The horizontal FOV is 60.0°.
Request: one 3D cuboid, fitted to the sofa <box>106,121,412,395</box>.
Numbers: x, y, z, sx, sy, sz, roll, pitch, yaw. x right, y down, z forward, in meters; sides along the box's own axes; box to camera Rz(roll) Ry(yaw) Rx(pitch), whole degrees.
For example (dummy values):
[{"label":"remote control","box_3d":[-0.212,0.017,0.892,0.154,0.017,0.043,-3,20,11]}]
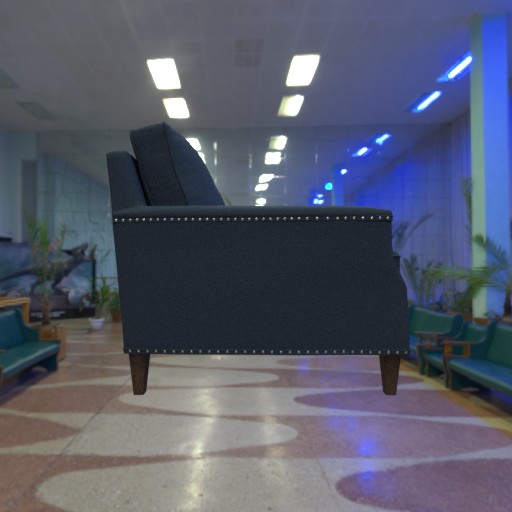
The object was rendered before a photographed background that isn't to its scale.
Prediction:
[{"label":"sofa","box_3d":[0.000,0.000,2.297,1.084,1.003,1.597,0,-1,0]}]
